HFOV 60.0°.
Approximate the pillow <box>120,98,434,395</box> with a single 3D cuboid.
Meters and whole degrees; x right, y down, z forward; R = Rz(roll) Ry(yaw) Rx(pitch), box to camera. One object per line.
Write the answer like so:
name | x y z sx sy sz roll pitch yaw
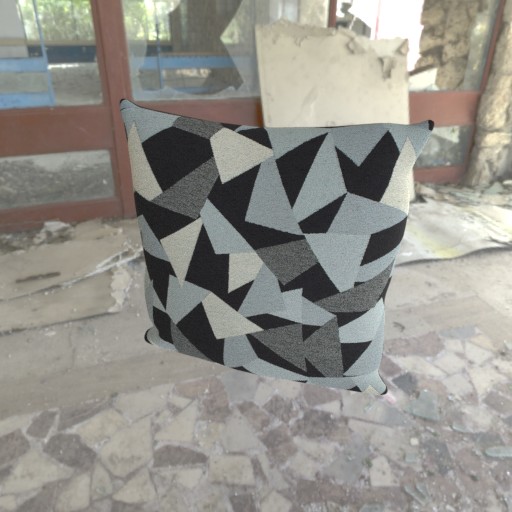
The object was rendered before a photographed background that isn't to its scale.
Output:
pillow | 0.000 0.000 0.766 0.503 0.496 0.208 9 28 16
